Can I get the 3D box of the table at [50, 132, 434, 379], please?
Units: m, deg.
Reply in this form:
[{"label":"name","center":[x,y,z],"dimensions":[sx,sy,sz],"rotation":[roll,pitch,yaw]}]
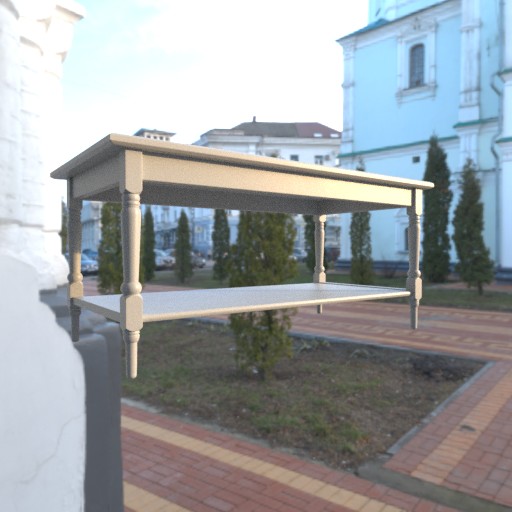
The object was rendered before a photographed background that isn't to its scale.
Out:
[{"label":"table","center":[0.000,0.000,1.420],"dimensions":[1.109,0.506,0.551],"rotation":[-1,1,-36]}]
